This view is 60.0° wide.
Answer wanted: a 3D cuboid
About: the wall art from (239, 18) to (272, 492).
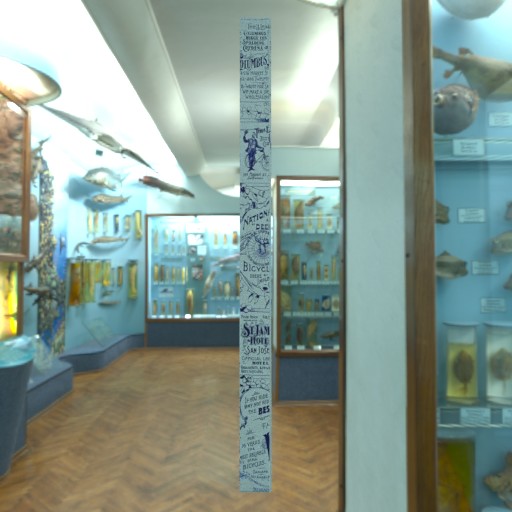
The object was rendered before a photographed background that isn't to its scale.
[{"bbox_3d":[0.000,0.000,0.478,0.025,0.376,0.255,0,-2,0],"label":"wall art"}]
